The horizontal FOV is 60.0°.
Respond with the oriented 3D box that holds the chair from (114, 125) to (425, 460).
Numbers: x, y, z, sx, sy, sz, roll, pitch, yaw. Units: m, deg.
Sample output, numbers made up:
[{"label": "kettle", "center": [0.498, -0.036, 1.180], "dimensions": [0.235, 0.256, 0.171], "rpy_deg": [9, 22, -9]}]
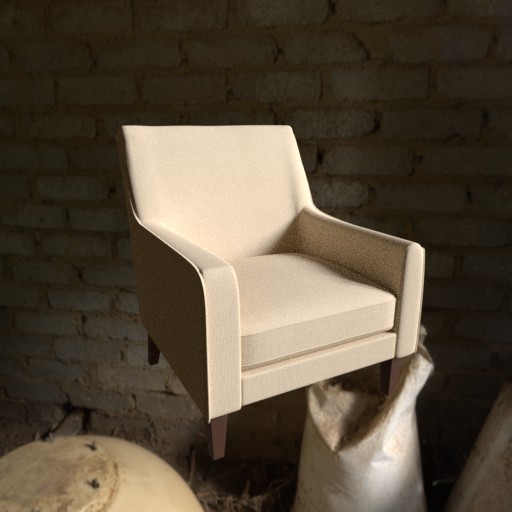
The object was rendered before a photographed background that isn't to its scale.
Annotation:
[{"label": "chair", "center": [0.000, 0.000, 1.625], "dimensions": [0.780, 0.919, 0.899], "rpy_deg": [-9, 18, -27]}]
